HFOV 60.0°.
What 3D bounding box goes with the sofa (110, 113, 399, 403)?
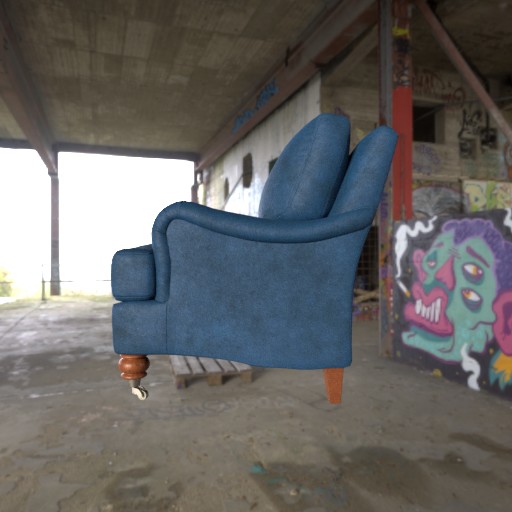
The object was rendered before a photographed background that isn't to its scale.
[{"bbox_3d":[0.000,0.000,2.506,1.084,1.101,1.853,0,0,1],"label":"sofa"}]
